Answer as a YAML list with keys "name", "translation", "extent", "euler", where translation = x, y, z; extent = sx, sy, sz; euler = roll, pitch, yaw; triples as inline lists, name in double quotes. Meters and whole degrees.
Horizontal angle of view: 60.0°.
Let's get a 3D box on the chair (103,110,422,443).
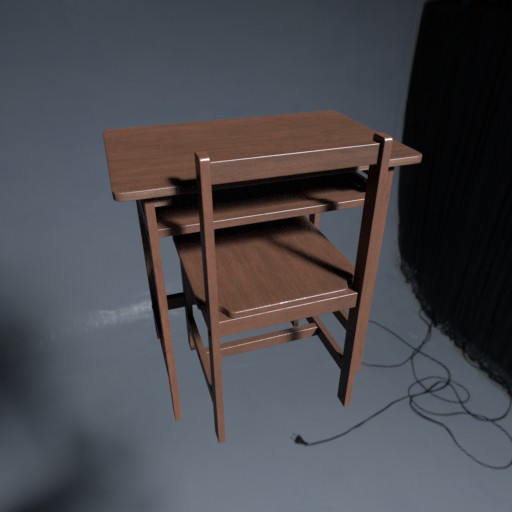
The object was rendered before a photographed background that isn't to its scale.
- name: "chair"
  translation: [0.000, 0.000, 1.068]
  extent: [0.599, 0.673, 0.463]
  euler: [-10, 33, -16]
